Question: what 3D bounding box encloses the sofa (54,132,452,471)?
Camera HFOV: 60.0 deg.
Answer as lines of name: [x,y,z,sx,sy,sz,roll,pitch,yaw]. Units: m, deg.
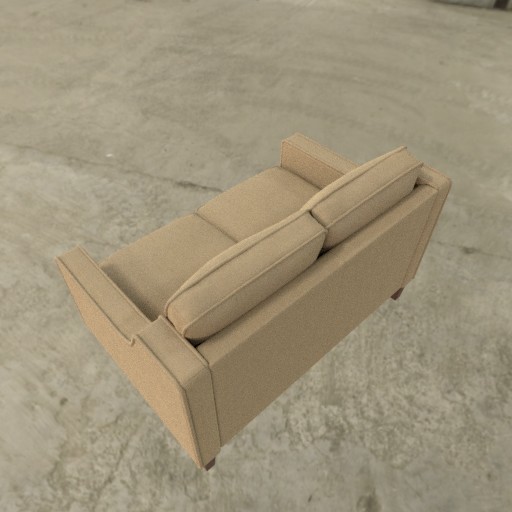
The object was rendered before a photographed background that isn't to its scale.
sofa: [0.000,0.000,2.121,1.501,0.971,0.987,-33,55,-28]
